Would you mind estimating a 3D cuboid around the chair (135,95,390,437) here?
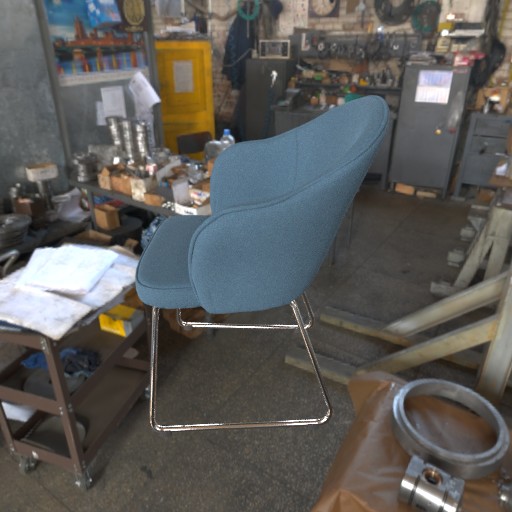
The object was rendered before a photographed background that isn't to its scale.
[{"bbox_3d":[0.000,0.000,1.197,0.585,0.815,0.570,0,27,0],"label":"chair"}]
